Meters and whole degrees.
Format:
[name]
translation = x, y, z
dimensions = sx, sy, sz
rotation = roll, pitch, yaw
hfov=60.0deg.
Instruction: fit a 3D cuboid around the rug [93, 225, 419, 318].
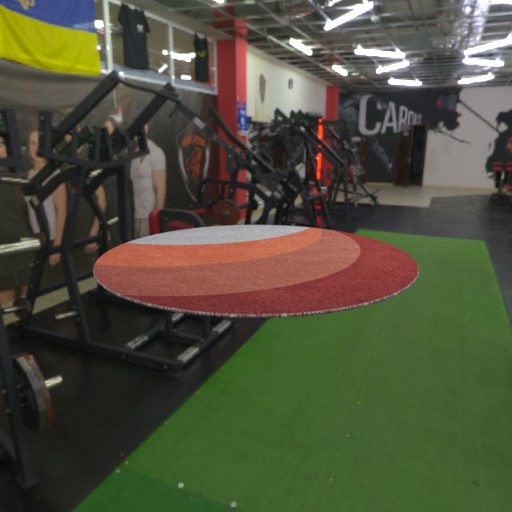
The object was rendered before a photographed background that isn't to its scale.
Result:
[rug]
translation = 0.000, 0.000, 2.184
dimensions = 1.514, 0.015, 1.514
rotation = 0, 15, 0
